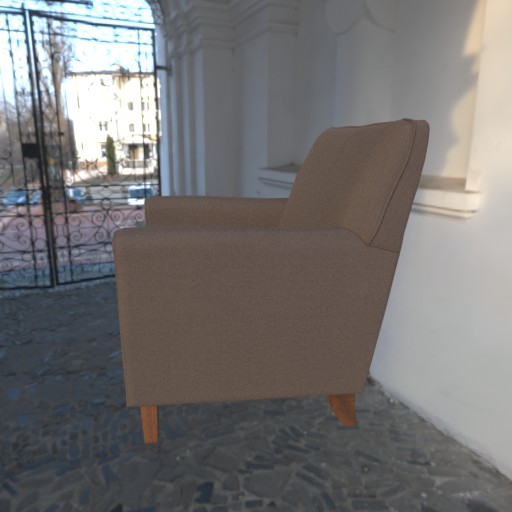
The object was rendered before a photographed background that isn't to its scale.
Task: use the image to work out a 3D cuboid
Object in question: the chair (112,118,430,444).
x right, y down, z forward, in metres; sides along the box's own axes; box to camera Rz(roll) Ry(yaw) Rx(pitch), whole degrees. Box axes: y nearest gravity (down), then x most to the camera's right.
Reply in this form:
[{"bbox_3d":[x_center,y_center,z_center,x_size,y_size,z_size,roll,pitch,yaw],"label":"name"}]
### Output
[{"bbox_3d":[0.000,0.000,1.581,0.831,0.911,0.836,-2,14,-7],"label":"chair"}]
